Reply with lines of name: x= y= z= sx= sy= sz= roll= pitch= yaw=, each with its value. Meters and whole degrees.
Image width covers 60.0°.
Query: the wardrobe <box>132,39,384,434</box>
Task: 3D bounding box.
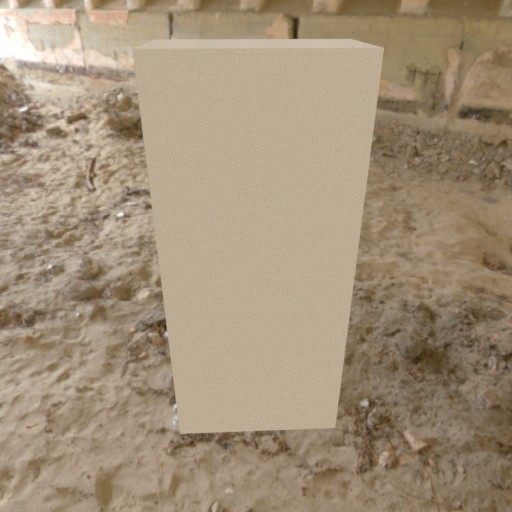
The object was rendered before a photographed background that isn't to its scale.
wardrobe: x=0.000 y=0.000 z=1.957 sx=0.760 sy=1.700 sz=0.470 roll=-1 pitch=29 yaw=-2
